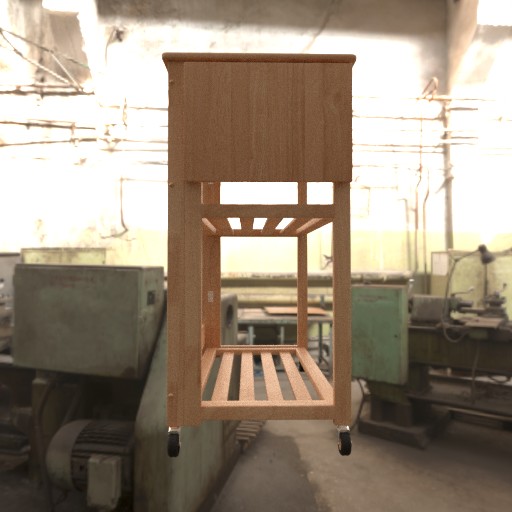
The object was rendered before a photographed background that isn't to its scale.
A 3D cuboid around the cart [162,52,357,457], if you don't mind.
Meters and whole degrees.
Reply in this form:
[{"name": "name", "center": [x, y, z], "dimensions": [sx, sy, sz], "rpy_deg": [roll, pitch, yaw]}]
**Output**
[{"name": "cart", "center": [0.000, 0.000, 1.372], "dimensions": [0.432, 0.879, 0.853], "rpy_deg": [0, -1, -1]}]
